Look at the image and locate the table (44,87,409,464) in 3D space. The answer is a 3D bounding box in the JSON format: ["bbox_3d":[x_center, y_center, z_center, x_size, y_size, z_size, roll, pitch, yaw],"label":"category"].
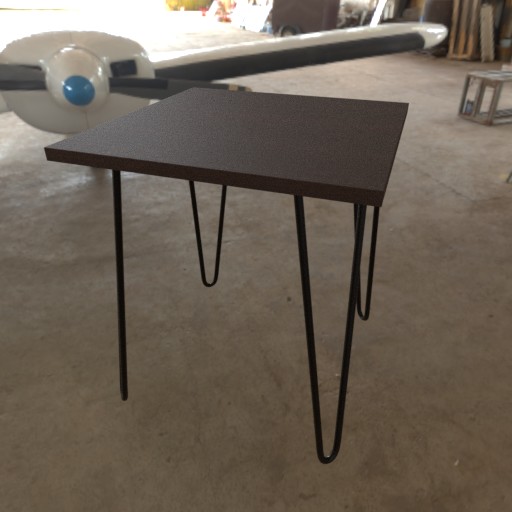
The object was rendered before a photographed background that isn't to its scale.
[{"bbox_3d":[0.000,0.000,0.933,0.495,0.559,0.495,11,33,17],"label":"table"}]
